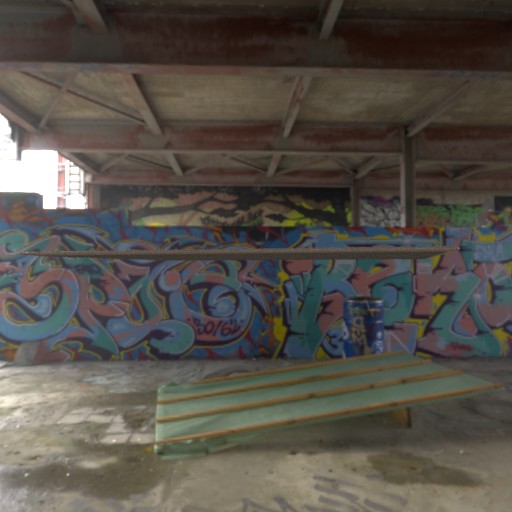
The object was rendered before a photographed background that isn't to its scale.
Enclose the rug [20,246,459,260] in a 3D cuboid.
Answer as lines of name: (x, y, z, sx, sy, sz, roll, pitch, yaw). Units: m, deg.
rug: (0.000, 0.000, 2.685, 2.081, 0.020, 1.525, 0, -2, 17)
